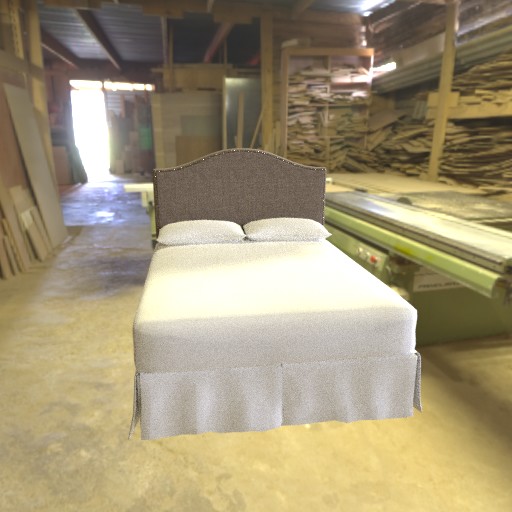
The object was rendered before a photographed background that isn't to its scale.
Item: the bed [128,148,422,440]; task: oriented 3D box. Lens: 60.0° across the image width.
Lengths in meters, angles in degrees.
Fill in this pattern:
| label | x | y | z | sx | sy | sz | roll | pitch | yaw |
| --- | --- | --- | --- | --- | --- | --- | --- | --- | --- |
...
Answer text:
| label | x | y | z | sx | sy | sz | roll | pitch | yaw |
| --- | --- | --- | --- | --- | --- | --- | --- | --- | --- |
| bed | 0.000 | 0.000 | 3.330 | 1.713 | 1.518 | 2.153 | -2 | 15 | -8 |
